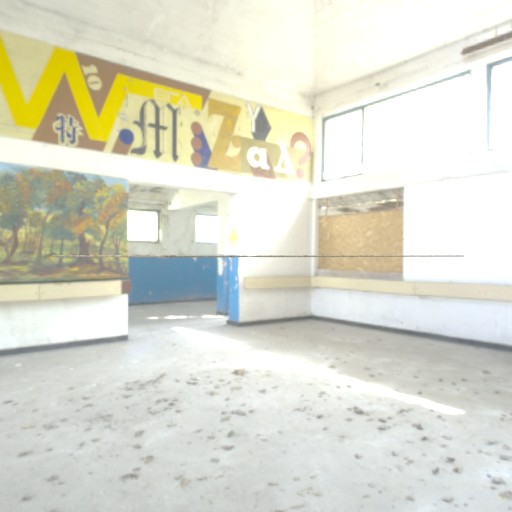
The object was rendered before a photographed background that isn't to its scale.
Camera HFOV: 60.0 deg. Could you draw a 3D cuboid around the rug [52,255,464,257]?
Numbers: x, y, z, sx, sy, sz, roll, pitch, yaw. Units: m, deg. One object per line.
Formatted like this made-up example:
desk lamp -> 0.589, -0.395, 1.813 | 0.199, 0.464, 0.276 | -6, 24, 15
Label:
rug -> 0.000, 0.000, 4.187 | 3.050, 0.011, 2.441 | 0, 0, -37
